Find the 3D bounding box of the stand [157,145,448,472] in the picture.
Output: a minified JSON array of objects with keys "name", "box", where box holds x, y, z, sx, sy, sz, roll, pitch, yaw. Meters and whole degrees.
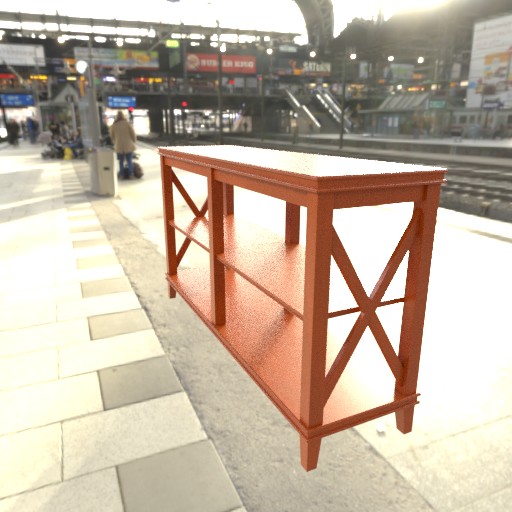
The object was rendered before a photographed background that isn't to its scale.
[{"name":"stand","box":[0.000,0.000,1.702,0.381,0.762,1.372,-8,18,-25]}]
